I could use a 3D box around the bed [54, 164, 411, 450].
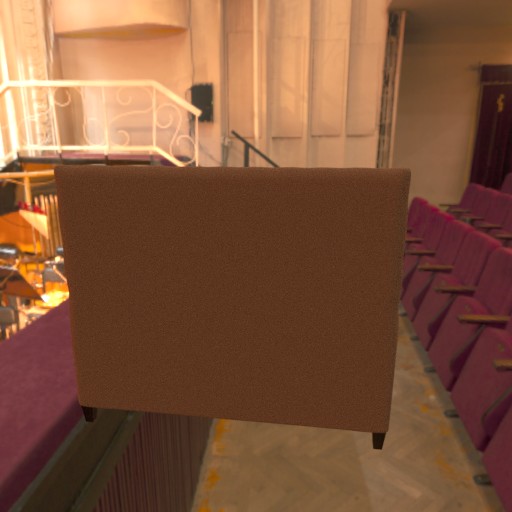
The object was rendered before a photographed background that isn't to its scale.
[{"bbox_3d":[0.000,0.000,3.252,1.696,1.426,2.233,2,15,8],"label":"bed"}]
